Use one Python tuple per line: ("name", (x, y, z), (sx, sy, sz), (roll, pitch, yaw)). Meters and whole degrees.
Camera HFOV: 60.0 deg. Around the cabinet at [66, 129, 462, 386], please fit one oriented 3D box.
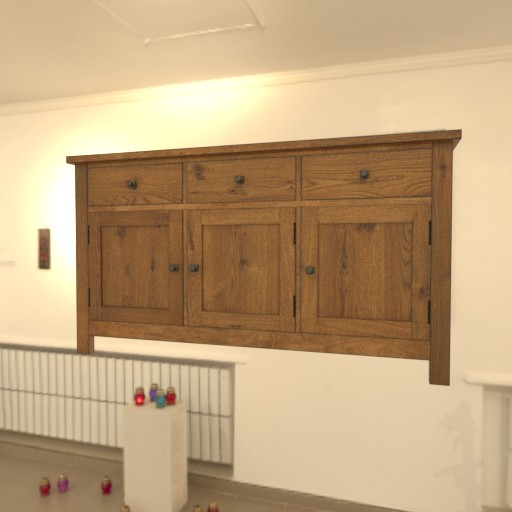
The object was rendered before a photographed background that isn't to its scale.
("cabinet", (0.000, 0.000, 1.822), (1.474, 0.813, 0.480), (1, 2, 17))
